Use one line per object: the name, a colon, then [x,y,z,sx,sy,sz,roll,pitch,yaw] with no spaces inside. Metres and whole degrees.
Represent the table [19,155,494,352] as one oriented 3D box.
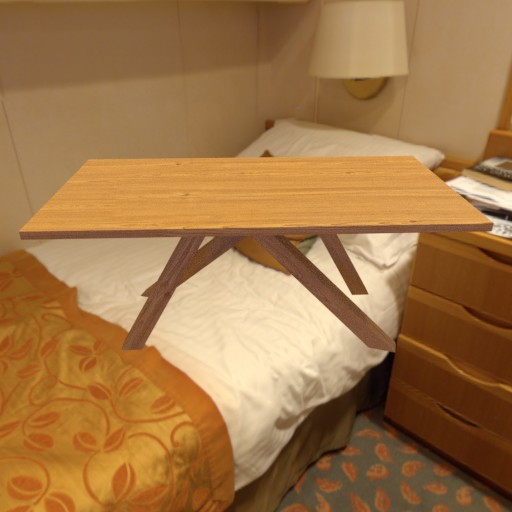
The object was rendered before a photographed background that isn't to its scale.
table: [0.000,0.000,2.248,1.797,0.750,0.901,-1,29,-2]
